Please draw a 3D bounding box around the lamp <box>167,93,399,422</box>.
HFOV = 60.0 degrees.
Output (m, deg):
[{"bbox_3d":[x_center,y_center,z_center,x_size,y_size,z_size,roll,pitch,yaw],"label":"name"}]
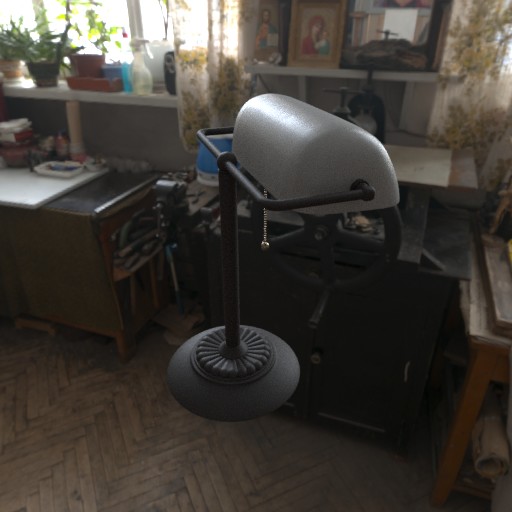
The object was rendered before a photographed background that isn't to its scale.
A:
[{"bbox_3d":[0.000,0.000,0.528,0.243,0.339,0.264,-10,31,-17],"label":"lamp"}]
